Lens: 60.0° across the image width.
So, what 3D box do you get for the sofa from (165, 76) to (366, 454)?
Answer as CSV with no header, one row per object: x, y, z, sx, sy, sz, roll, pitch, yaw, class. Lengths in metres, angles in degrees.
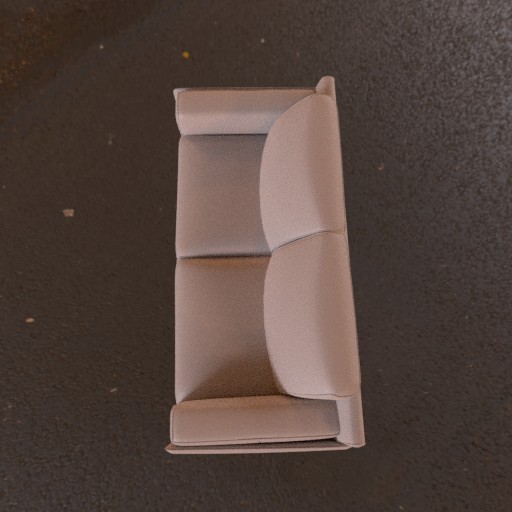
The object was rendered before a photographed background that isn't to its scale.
0.000,0.000,2.574,1.049,0.930,2.101,-2,76,0,sofa
